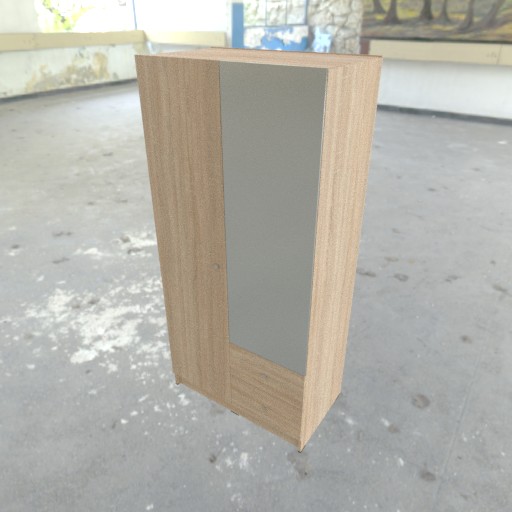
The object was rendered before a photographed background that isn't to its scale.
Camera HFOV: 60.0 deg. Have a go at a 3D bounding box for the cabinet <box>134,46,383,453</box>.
[{"bbox_3d":[0.000,0.000,2.559,1.001,2.121,0.590,18,34,29],"label":"cabinet"}]
